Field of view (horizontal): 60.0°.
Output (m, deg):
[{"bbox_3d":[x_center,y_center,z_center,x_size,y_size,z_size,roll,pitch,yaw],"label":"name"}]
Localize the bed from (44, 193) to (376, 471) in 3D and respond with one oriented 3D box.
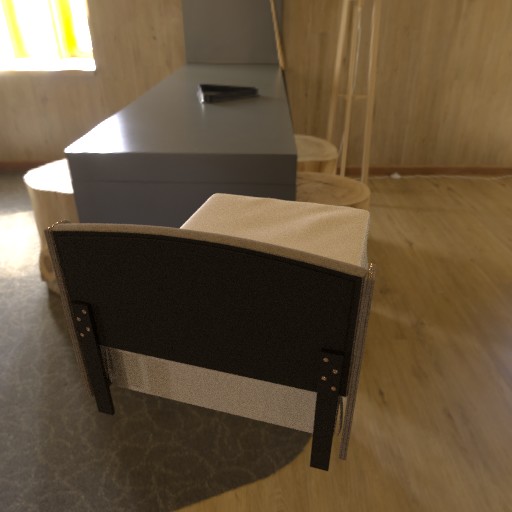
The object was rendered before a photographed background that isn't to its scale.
[{"bbox_3d":[0.000,0.000,3.342,1.710,1.407,2.237,8,31,14],"label":"bed"}]
